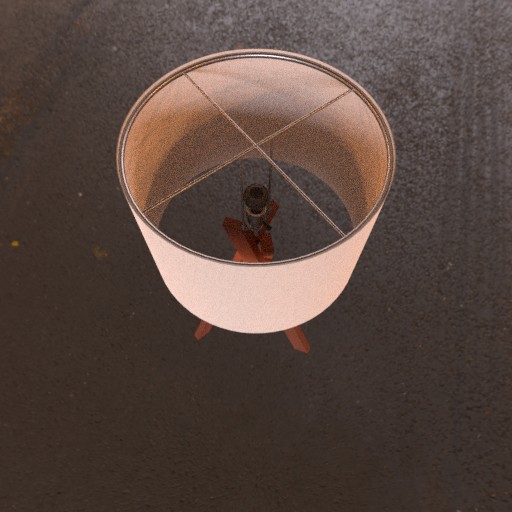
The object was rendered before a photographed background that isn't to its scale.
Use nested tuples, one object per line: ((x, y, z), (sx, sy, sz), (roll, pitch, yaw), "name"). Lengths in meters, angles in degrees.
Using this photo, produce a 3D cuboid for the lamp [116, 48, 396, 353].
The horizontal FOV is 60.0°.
((0.000, 0.000, 0.913), (0.380, 0.686, 0.380), (-34, 68, -16), "lamp")
